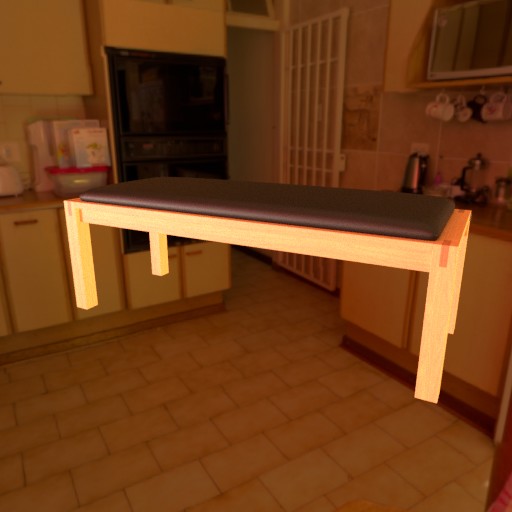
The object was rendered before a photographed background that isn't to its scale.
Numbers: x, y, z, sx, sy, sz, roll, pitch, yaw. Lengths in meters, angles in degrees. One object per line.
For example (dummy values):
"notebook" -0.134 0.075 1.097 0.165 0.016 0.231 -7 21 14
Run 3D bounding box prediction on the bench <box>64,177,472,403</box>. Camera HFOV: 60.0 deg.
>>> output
"bench" 0.000 0.000 1.434 1.202 0.430 0.450 9 19 27
